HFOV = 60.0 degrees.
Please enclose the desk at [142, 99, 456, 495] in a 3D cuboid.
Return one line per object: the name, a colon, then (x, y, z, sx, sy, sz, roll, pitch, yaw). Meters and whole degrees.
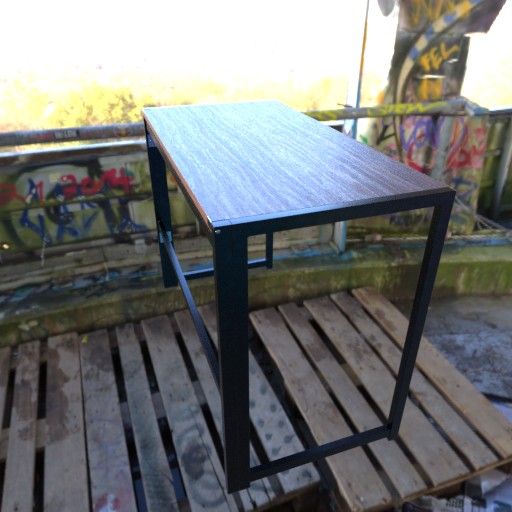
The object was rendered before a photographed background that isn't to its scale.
desk: (0.000, 0.000, 1.428, 0.508, 0.762, 1.016, -10, 31, -17)
